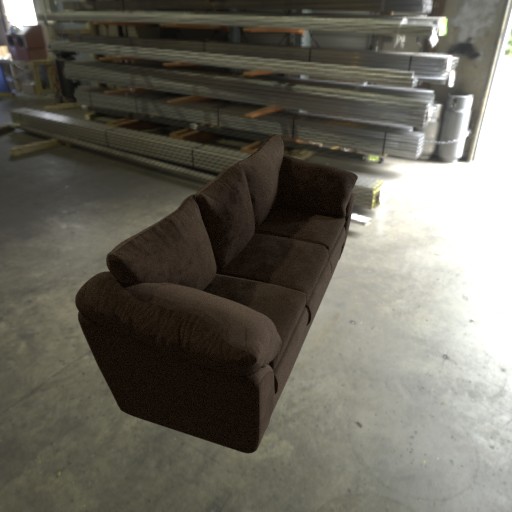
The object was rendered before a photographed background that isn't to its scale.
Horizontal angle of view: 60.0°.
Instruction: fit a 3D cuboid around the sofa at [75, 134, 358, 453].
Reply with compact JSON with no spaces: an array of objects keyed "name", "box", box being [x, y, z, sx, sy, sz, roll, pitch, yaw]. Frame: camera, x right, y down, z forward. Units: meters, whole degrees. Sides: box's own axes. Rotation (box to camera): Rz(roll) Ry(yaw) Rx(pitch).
[{"name":"sofa","box":[0.000,0.000,2.808,0.878,1.015,2.336,10,31,18]}]
